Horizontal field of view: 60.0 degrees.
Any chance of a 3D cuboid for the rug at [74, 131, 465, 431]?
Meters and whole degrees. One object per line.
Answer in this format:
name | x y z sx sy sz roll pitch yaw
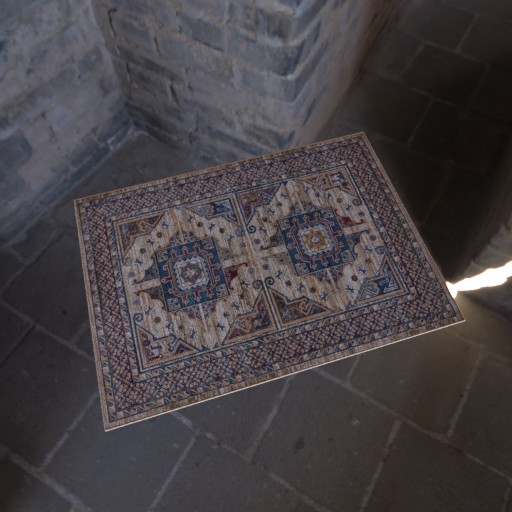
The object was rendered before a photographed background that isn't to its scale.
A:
rug | 0.000 0.000 2.950 2.227 0.008 1.611 -15 64 -8
